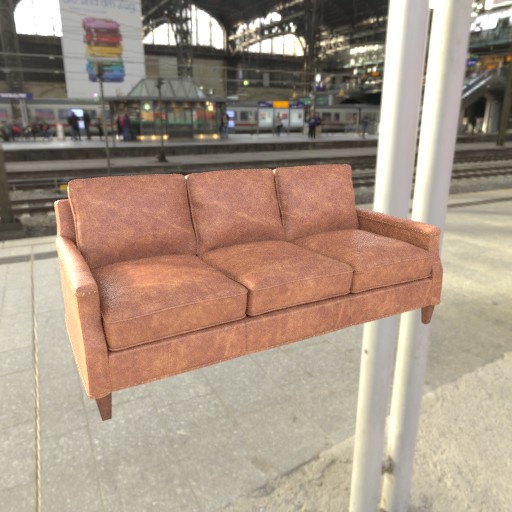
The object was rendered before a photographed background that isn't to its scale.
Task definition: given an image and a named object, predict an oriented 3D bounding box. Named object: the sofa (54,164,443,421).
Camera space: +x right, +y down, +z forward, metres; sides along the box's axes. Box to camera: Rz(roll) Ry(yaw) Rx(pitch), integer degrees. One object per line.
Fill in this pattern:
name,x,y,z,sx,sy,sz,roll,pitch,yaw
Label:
sofa,0.000,0.000,2.780,2.246,1.003,1.084,-9,19,-27
